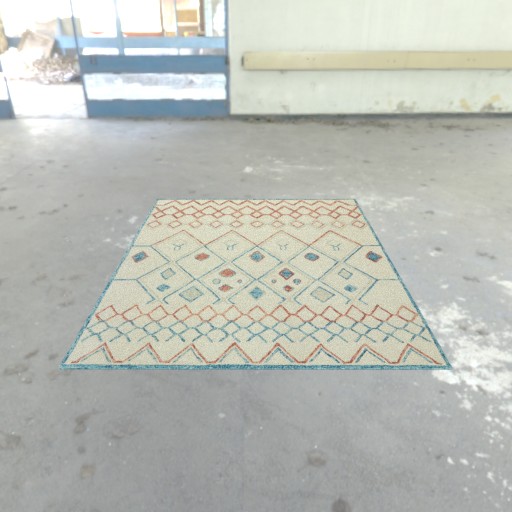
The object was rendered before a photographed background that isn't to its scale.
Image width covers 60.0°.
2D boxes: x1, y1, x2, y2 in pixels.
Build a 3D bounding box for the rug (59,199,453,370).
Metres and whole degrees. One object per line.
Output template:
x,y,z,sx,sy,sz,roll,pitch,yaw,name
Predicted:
0.000,0.000,4.090,2.441,0.016,3.050,0,27,0,rug
